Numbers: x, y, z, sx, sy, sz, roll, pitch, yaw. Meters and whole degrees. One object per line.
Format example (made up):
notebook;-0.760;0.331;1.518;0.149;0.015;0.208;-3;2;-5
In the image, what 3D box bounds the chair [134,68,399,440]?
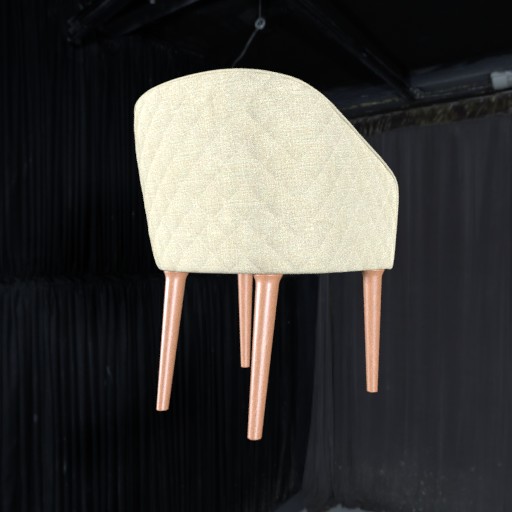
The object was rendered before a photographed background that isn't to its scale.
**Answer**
chair;0.000;0.000;1.199;0.584;0.775;0.616;0;0;36
